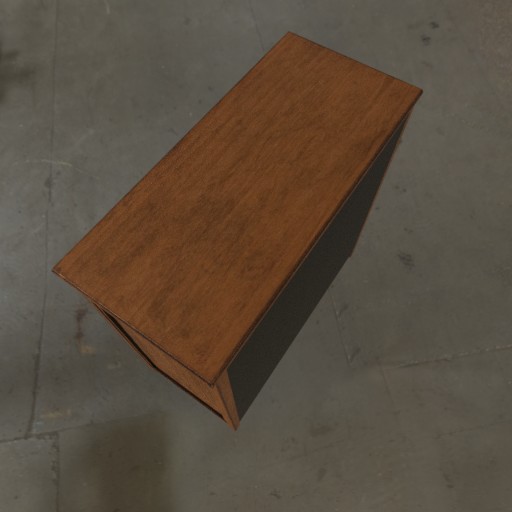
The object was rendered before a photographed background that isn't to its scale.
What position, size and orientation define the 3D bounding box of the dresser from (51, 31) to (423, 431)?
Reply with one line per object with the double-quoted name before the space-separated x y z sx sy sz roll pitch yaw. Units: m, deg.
"dresser" 0.000 0.000 1.953 0.591 1.224 1.250 31 67 15
